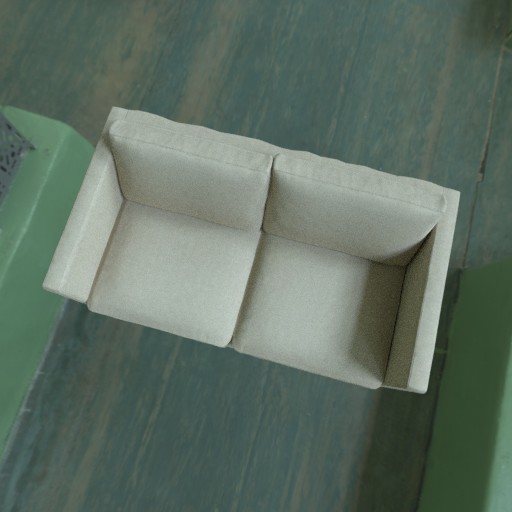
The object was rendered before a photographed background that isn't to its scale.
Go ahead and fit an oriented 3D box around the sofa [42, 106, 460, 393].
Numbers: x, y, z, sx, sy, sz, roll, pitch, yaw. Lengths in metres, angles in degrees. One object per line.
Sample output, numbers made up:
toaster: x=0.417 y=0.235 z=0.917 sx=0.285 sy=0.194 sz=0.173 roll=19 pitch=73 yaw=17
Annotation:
sofa: x=0.000 y=0.000 z=2.241 sx=1.719 sy=0.835 sz=0.962 roll=15 pitch=77 yaw=4
